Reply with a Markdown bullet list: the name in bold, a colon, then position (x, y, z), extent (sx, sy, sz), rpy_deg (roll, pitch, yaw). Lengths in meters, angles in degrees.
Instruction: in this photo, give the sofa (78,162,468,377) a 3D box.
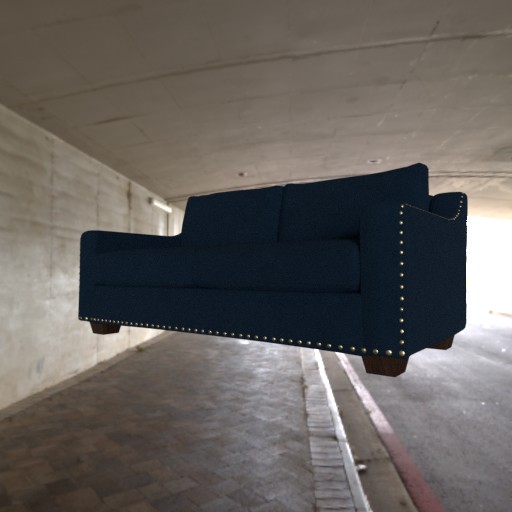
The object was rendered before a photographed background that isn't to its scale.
- **sofa**: position (0.000, 0.000, 2.633), extent (2.107, 0.983, 1.104), rpy_deg (-2, -3, 37)
